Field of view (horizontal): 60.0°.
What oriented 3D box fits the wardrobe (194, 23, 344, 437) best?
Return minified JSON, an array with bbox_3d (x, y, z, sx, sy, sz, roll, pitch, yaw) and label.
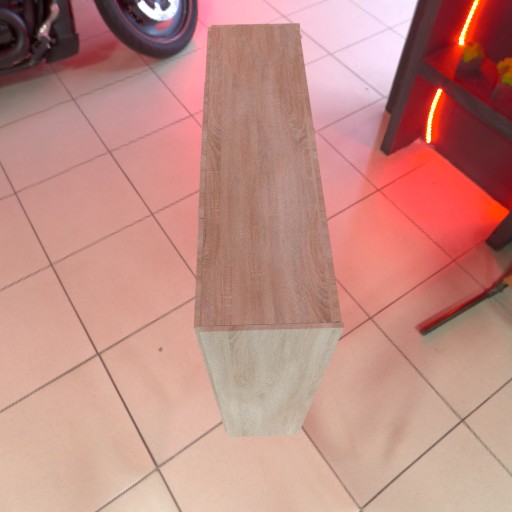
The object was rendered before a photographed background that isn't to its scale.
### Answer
[{"bbox_3d":[0.000,0.000,3.099,0.598,2.159,1.998,-2,58,-1],"label":"wardrobe"}]
